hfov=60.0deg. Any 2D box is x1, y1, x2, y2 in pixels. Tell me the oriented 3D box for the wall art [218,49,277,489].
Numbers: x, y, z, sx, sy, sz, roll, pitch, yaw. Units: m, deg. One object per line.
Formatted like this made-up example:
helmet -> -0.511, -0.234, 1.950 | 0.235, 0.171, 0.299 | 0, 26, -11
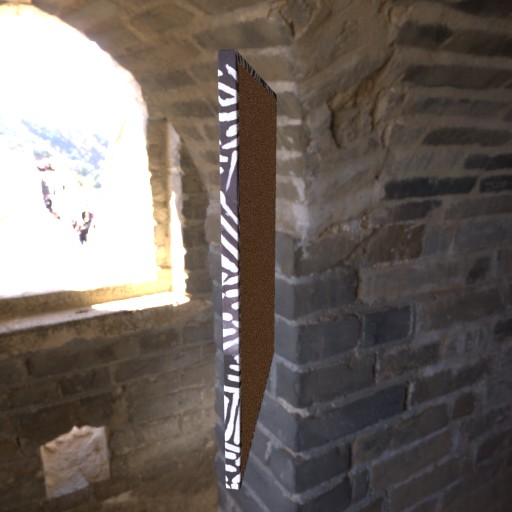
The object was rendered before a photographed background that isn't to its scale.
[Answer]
wall art -> 0.000, 0.000, 1.355 | 0.038, 1.017, 0.765 | 2, 14, 8
